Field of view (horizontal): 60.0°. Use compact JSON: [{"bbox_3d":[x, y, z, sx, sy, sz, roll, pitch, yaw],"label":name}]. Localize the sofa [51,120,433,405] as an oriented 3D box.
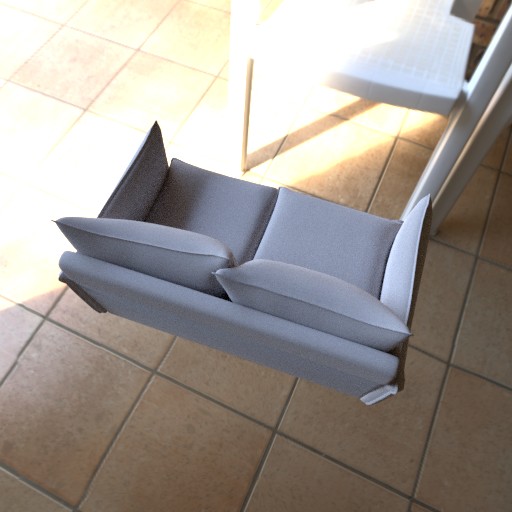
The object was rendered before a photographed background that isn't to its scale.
[{"bbox_3d":[0.000,0.000,1.858,1.300,0.840,0.820,17,65,8],"label":"sofa"}]
